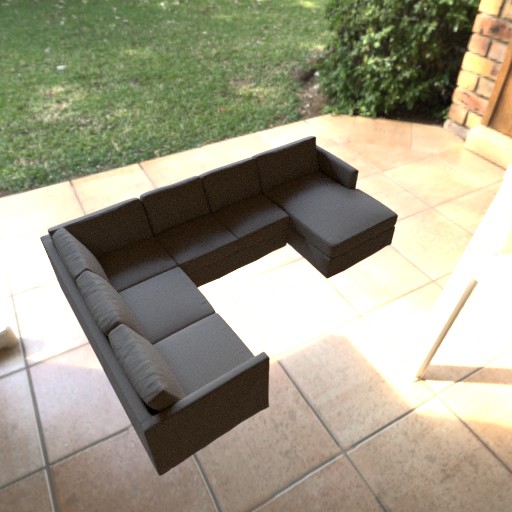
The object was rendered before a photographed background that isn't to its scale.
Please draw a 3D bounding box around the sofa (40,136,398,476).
[{"bbox_3d":[0.000,0.000,4.471,3.460,0.882,2.427,-25,48,-25],"label":"sofa"}]
